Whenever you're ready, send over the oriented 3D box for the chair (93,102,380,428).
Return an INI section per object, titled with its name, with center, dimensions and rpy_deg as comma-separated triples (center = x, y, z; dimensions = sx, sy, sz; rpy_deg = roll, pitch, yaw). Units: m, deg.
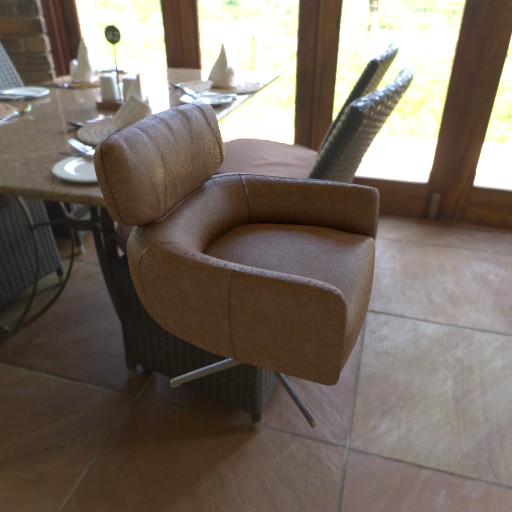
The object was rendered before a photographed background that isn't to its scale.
[chair]
center = 0.000, 0.000, 1.374
dimensions = 0.715, 0.812, 0.706
rpy_deg = 10, 32, 17
